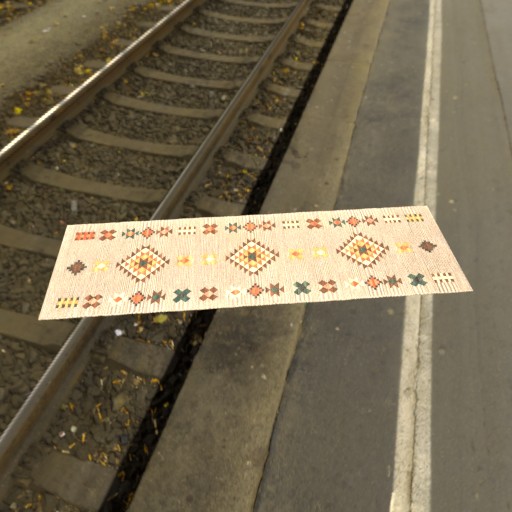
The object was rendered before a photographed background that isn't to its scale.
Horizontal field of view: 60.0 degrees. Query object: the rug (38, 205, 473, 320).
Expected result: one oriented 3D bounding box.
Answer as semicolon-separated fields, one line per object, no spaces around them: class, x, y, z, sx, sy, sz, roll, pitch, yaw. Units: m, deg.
rug;0.000;0.000;2.732;2.432;0.008;0.766;-3;46;-3
